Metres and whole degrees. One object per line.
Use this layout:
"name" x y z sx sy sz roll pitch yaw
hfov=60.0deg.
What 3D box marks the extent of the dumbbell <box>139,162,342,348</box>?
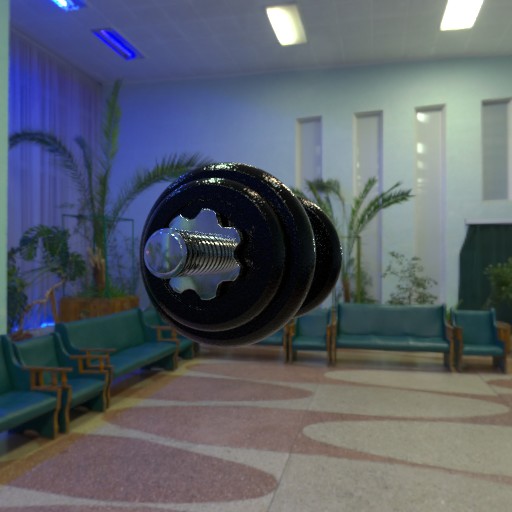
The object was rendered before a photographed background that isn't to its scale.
"dumbbell" 0.000 0.000 0.596 0.202 0.202 0.497 0 -1 18
